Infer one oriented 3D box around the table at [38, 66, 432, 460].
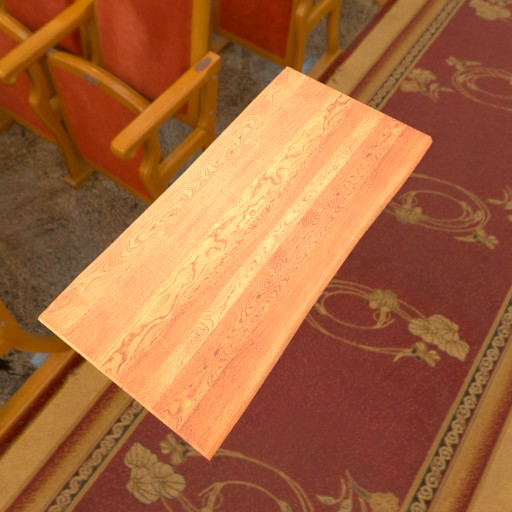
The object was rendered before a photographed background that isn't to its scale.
[{"bbox_3d":[0.000,0.000,2.329,0.900,0.770,1.800,33,67,15],"label":"table"}]
